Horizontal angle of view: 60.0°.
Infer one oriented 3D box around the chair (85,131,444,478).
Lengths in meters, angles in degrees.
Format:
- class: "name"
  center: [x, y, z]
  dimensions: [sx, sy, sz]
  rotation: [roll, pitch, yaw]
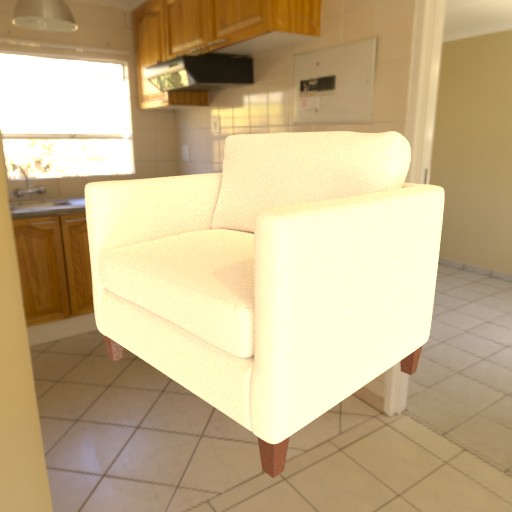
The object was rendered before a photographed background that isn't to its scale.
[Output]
- class: "chair"
  center: [0.000, 0.000, 1.632]
  dimensions: [0.878, 0.885, 1.019]
  rotation: [-14, 20, -43]
